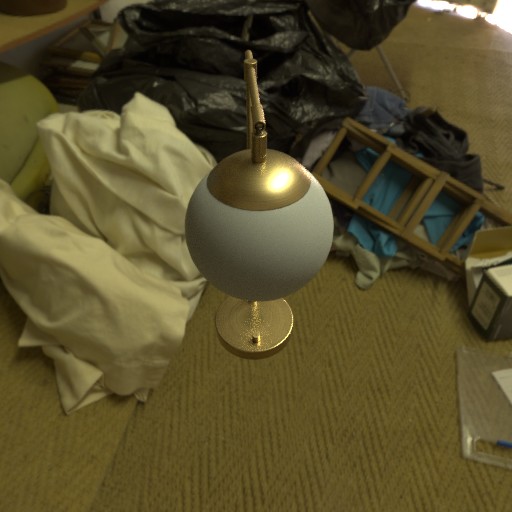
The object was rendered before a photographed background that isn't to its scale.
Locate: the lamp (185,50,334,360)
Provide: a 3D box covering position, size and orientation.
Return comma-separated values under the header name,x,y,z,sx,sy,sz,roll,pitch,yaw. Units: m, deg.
name,x,y,z,sx,sy,sz,roll,pitch,yaw
lamp,0.000,0.000,0.746,0.207,0.559,0.324,-3,46,-3
